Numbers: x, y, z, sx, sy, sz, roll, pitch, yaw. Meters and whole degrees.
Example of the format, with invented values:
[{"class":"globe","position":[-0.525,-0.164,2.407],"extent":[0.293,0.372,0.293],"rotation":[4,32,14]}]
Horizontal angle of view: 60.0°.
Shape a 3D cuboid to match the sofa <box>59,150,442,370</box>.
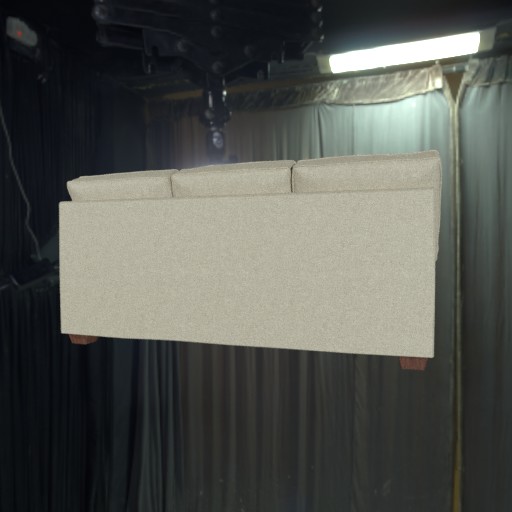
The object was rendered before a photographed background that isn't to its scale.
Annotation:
[{"class":"sofa","position":[0.000,0.000,2.614],"extent":[1.962,0.973,1.027],"rotation":[0,1,17]}]
